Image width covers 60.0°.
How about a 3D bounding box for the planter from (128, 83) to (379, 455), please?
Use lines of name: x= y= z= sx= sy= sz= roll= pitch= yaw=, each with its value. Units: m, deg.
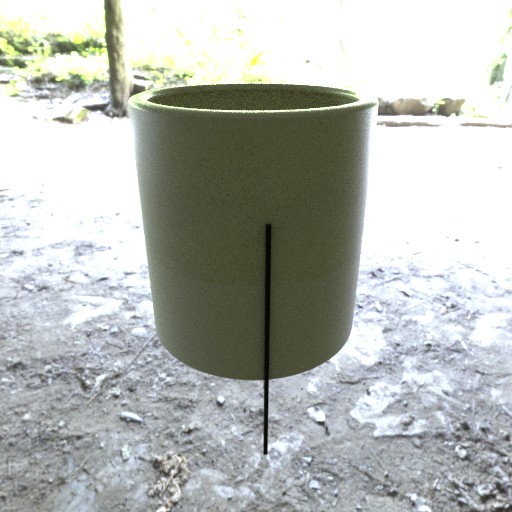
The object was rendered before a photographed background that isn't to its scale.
planter: x=0.000 y=0.000 z=0.698 sx=0.333 sy=0.483 sz=0.324 roll=-18 pitch=32 yaw=-32
